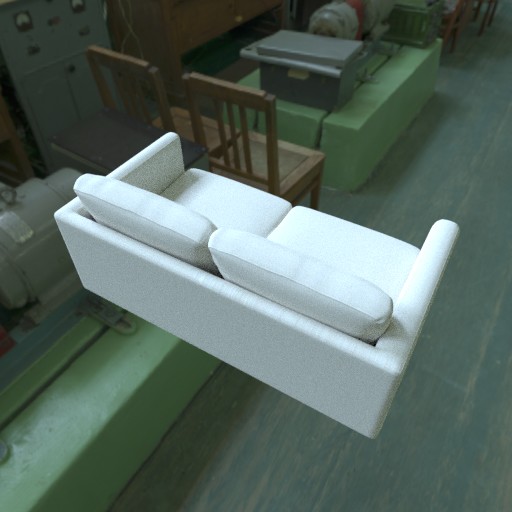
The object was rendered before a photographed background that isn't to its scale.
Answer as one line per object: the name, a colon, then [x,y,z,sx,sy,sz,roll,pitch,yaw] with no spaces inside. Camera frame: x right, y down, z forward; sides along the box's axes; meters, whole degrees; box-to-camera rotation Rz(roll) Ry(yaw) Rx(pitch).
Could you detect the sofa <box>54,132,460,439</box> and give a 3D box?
sofa: [0.000,0.000,2.258,1.713,0.893,0.940,23,50,21]
